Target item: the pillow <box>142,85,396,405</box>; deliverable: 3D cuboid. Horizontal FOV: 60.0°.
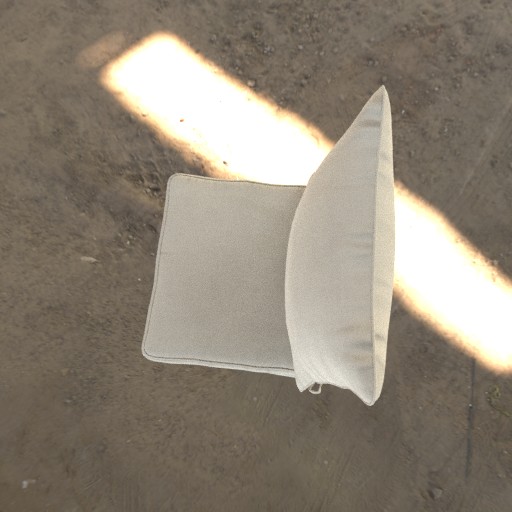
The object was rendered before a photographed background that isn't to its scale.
[{"bbox_3d":[0.000,0.000,1.354,0.733,0.716,0.798,5,76,1],"label":"pillow"}]
